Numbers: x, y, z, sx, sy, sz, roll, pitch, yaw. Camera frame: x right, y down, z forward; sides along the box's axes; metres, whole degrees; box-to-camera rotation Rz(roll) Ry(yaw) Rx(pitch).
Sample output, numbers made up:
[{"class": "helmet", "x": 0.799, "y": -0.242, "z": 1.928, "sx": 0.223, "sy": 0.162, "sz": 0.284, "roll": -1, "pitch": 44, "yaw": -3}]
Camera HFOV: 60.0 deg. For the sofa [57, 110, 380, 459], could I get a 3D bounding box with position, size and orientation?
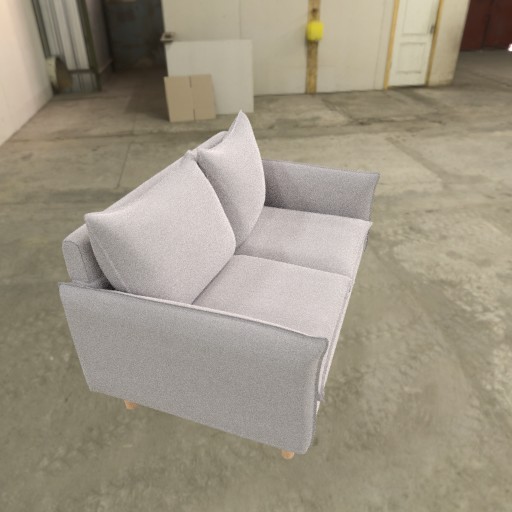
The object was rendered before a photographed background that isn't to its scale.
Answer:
[{"class": "sofa", "x": 0.000, "y": 0.000, "z": 1.795, "sx": 0.820, "sy": 0.840, "sz": 1.300, "roll": 10, "pitch": 33, "yaw": 16}]
